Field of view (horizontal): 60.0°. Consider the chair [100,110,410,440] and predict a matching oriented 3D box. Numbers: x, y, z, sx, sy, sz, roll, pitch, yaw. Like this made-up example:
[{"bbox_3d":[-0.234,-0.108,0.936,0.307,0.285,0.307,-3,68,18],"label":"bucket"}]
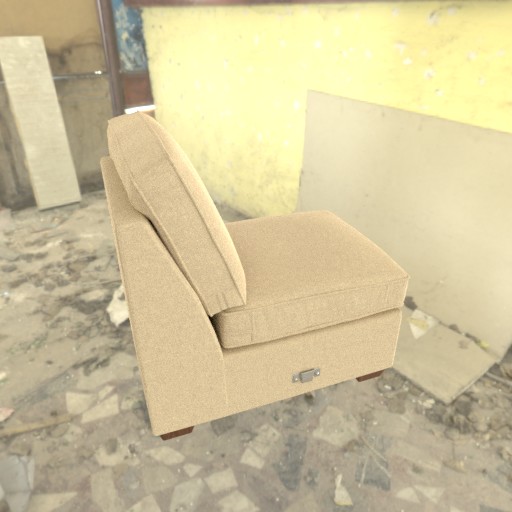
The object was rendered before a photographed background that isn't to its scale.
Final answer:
[{"bbox_3d":[0.000,0.000,1.594,0.938,0.970,0.621,-10,30,-18],"label":"chair"}]
